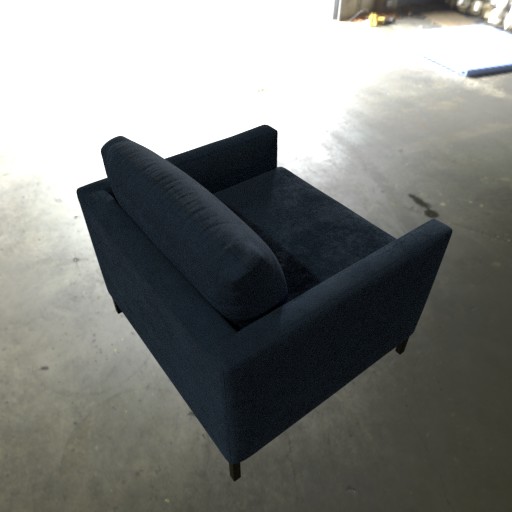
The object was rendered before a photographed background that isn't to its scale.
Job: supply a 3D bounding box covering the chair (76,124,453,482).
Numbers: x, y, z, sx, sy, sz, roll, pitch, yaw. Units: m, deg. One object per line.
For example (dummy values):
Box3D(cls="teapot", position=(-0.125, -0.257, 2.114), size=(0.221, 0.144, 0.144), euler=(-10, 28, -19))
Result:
Box3D(cls="chair", position=(0.000, 0.000, 1.588), size=(0.875, 0.812, 0.964), euler=(-27, 48, -27))
